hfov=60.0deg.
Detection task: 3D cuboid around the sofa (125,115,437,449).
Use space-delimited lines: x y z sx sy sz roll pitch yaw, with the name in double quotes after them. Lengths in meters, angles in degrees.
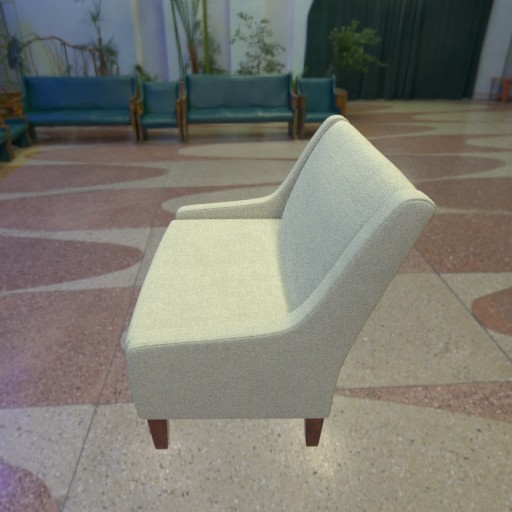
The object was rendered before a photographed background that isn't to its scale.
0.000 0.000 1.909 0.946 0.976 1.212 -1 28 -1 "sofa"
